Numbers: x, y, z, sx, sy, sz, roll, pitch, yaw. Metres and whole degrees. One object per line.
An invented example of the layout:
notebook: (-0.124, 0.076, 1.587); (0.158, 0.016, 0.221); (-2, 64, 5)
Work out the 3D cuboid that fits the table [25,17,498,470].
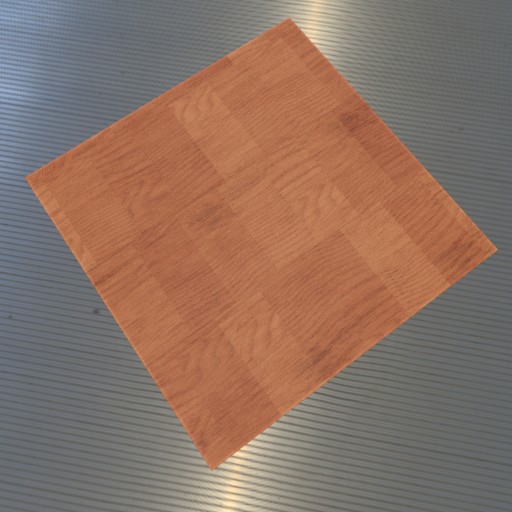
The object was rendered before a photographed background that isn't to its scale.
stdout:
table: (0.000, 0.000, 1.332); (0.747, 0.738, 0.747); (-35, 78, -9)
